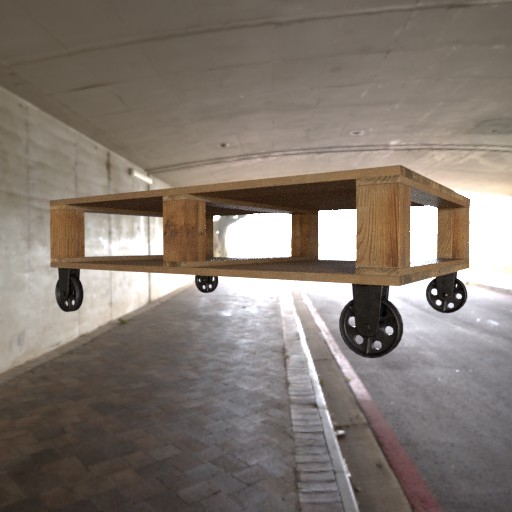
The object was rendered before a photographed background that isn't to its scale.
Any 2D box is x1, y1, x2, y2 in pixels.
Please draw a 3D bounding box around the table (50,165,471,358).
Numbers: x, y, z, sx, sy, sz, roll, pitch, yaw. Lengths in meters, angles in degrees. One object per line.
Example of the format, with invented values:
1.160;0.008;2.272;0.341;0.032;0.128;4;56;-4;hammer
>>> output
0.000;0.000;1.626;1.299;0.413;0.827;1;2;35;table
